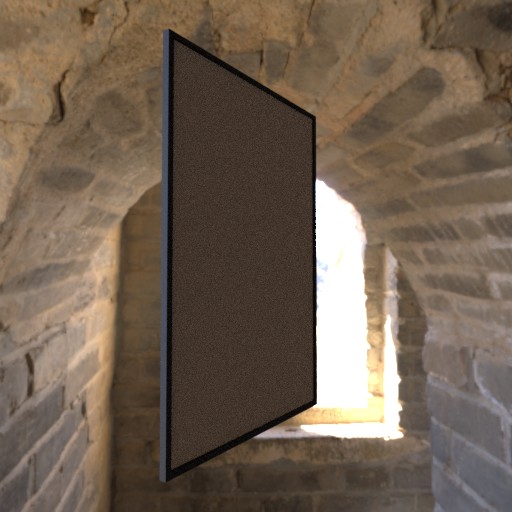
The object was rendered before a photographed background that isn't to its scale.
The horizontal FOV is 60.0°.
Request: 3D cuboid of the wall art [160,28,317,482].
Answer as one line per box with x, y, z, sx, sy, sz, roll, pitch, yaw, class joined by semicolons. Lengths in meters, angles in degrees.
0.000;0.000;0.834;0.013;0.660;0.460;-1;-3;36;wall art
